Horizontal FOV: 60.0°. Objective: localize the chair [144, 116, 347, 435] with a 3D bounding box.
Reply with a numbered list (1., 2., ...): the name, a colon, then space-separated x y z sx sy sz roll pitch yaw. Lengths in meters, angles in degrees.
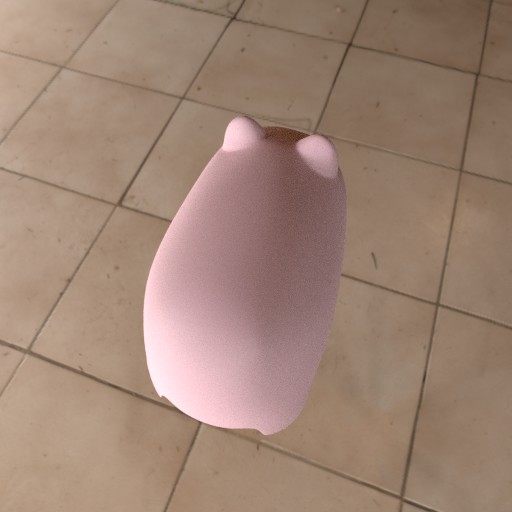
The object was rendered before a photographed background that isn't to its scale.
1. chair: 0.000 0.000 0.875 0.364 0.423 0.619 17 63 9
